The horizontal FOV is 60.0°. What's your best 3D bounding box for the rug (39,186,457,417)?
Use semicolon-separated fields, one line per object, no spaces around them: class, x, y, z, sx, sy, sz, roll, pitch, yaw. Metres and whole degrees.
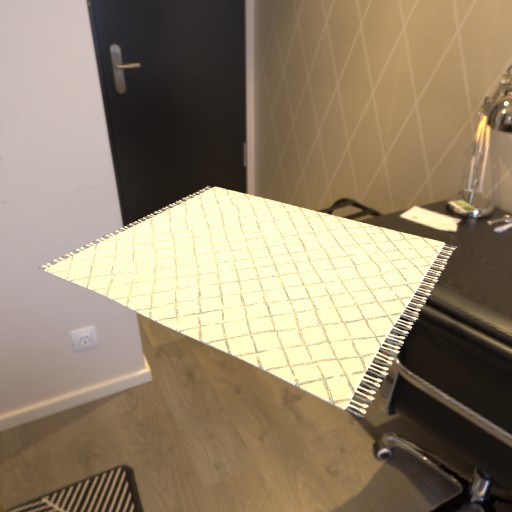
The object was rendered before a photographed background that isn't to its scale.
rug;0.000;0.000;4.827;3.585;0.036;2.892;18;34;28
